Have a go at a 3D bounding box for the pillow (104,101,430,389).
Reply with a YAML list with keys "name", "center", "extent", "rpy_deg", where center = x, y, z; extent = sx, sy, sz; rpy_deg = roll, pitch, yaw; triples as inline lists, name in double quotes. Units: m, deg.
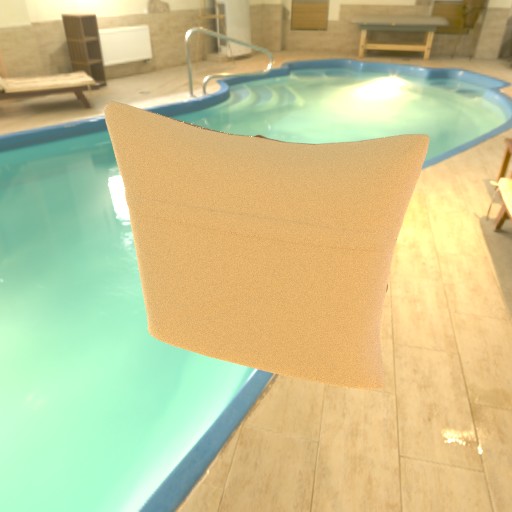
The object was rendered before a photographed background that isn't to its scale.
- name: "pillow"
  center: [0.000, 0.000, 0.739]
  extent: [0.484, 0.470, 0.192]
  rpy_deg: [10, 34, 15]
